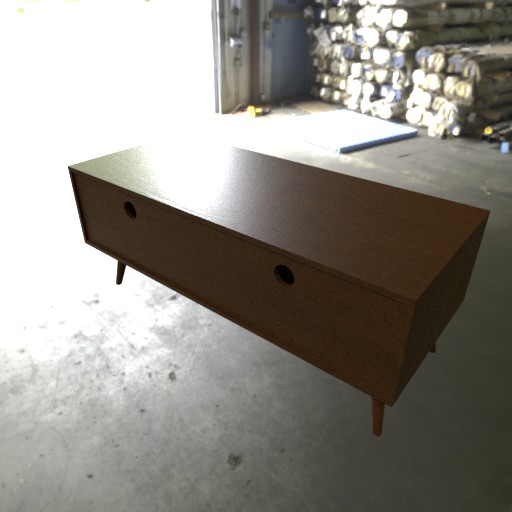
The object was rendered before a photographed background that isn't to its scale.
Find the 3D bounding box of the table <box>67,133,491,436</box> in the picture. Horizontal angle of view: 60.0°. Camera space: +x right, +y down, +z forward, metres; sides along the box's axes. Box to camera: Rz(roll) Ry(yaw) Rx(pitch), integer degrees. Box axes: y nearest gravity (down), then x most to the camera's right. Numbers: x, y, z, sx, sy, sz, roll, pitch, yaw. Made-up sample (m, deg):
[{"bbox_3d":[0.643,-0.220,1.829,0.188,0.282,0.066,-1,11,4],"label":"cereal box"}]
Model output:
[{"bbox_3d":[0.000,0.000,1.365,1.119,0.464,0.490,22,37,33],"label":"table"}]
